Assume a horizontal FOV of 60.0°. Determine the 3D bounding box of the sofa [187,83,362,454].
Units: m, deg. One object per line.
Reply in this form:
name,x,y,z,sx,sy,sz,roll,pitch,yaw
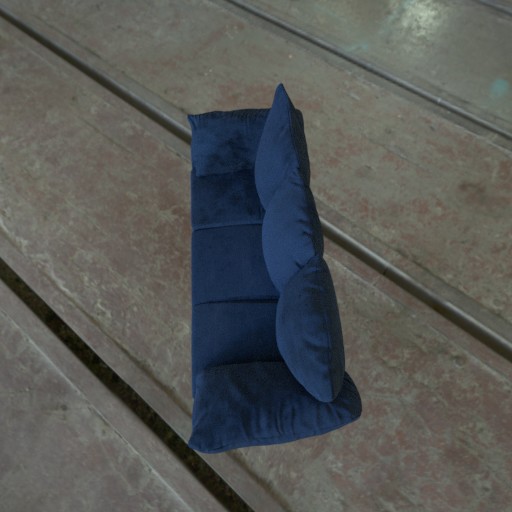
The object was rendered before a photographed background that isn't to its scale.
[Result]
sofa,0.000,0.000,2.928,0.907,1.091,2.390,-4,59,-2
